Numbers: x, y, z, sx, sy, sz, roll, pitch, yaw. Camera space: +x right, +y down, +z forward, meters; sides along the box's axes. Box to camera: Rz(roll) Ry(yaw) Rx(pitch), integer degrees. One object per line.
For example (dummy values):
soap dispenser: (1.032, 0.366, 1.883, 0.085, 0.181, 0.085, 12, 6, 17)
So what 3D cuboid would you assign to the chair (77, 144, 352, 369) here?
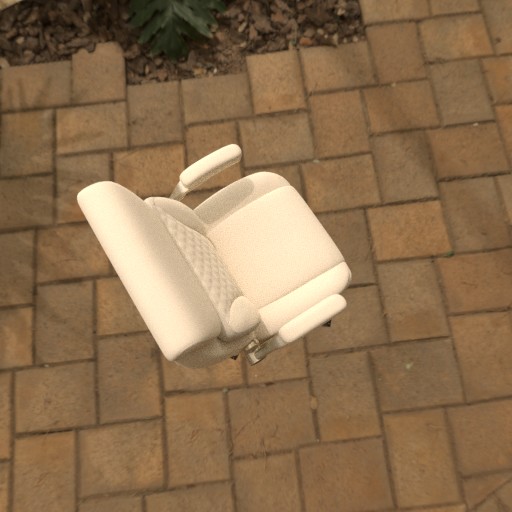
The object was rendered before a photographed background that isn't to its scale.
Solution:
chair: (0.000, 0.000, 1.637, 0.794, 1.110, 0.740, -35, 78, -9)
